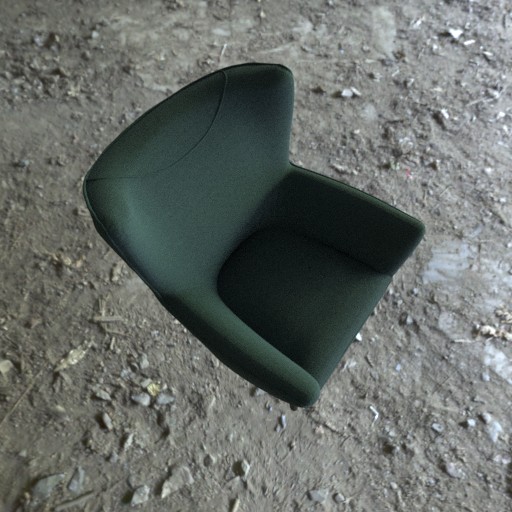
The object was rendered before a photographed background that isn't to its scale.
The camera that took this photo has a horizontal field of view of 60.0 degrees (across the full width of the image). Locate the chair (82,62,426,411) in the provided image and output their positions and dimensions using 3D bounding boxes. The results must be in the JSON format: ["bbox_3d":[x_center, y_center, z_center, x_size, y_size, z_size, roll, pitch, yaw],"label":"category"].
[{"bbox_3d":[0.000,0.000,1.560,0.888,0.933,0.781,32,63,18],"label":"chair"}]
